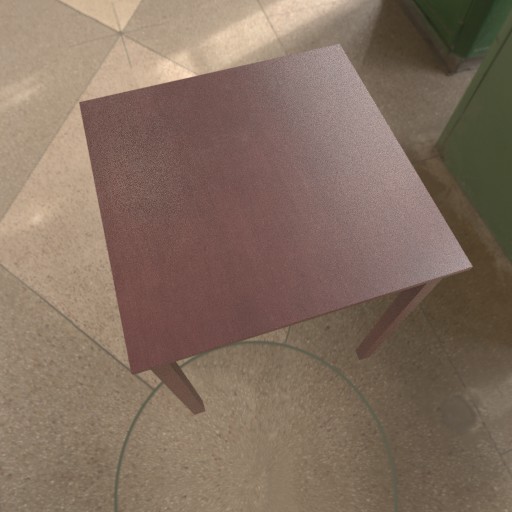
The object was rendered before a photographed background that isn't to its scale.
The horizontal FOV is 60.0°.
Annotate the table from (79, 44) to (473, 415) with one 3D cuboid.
[{"bbox_3d":[0.000,0.000,1.674,0.861,0.991,0.861,-16,64,-8],"label":"table"}]
